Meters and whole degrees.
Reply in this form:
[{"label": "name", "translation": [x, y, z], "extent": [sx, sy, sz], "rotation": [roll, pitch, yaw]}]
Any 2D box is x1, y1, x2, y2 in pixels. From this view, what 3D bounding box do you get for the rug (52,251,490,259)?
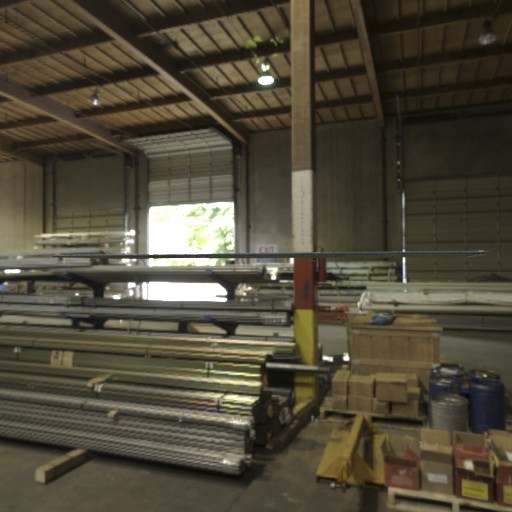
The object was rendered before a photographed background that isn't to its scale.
[{"label": "rug", "translation": [0.000, 0.000, 2.516], "extent": [2.276, 0.014, 0.678], "rotation": [0, -1, 19]}]
